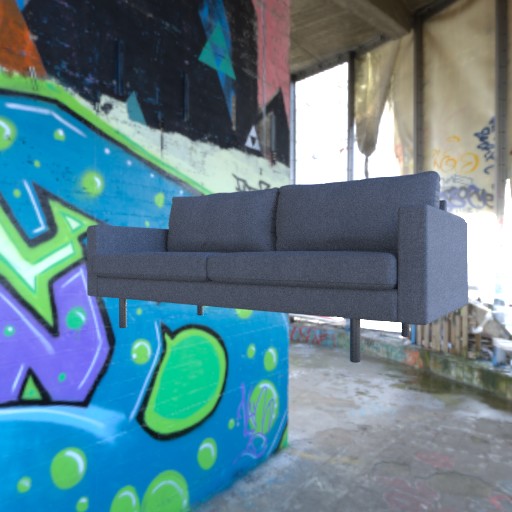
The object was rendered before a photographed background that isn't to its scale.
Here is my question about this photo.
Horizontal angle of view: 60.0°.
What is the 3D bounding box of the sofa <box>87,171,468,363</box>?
[{"bbox_3d":[0.000,0.000,2.560,2.100,0.880,0.880,0,0,35],"label":"sofa"}]
